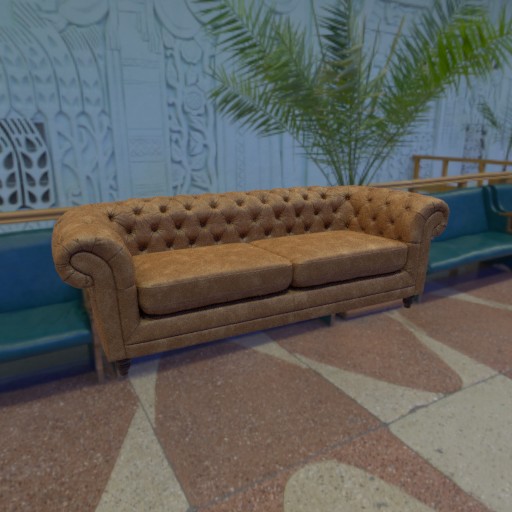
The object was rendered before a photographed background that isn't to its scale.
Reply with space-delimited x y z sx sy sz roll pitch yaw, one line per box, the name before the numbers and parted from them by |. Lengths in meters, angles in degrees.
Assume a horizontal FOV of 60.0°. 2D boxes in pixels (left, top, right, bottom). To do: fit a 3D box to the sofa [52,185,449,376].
sofa | 0.000 0.000 2.845 2.365 0.760 0.989 -8 18 -26
